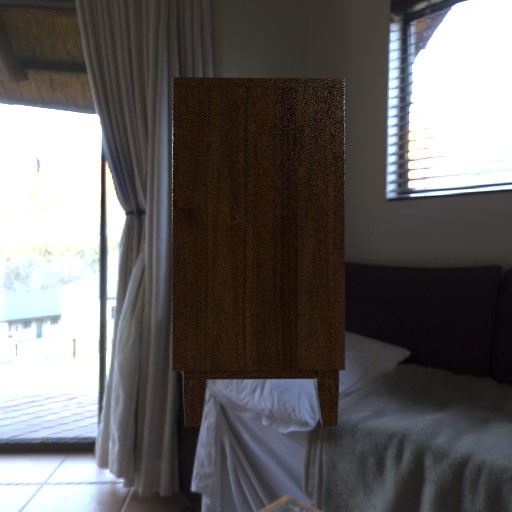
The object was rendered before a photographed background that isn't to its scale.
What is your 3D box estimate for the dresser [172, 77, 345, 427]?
[{"bbox_3d":[0.000,0.000,1.803,0.446,0.873,1.400,0,-1,-1],"label":"dresser"}]
